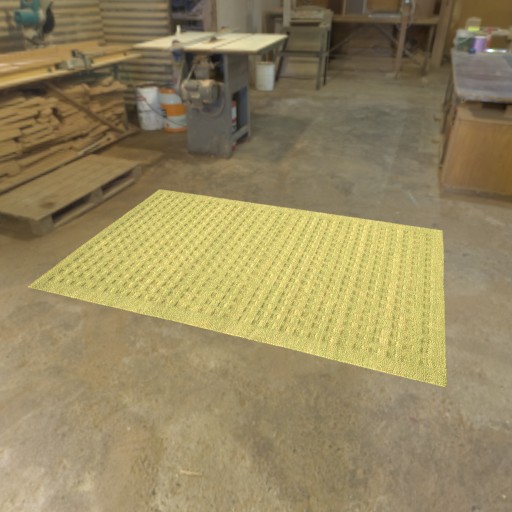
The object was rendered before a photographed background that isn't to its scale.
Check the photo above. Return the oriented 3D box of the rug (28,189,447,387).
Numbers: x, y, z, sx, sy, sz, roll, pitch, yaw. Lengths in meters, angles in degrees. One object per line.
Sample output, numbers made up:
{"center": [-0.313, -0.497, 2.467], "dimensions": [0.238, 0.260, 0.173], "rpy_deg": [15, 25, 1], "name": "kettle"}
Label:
{"center": [0.000, 0.000, 2.870], "dimensions": [2.297, 0.007, 1.529], "rpy_deg": [10, 33, 16], "name": "rug"}
